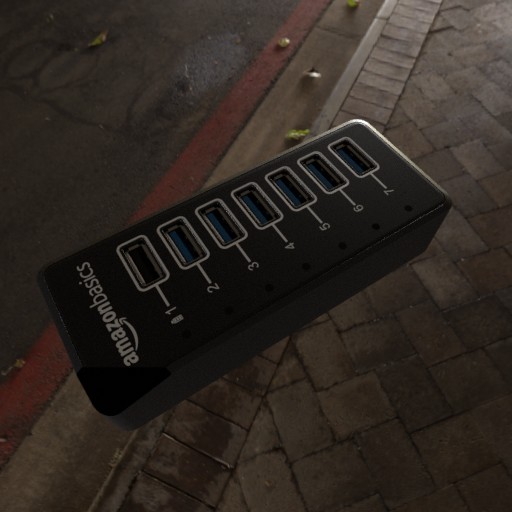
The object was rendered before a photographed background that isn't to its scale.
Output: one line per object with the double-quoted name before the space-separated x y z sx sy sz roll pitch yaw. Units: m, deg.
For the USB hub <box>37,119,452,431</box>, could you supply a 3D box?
"USB hub" 0.000 0.000 0.129 0.110 0.023 0.044 -28 62 -17
